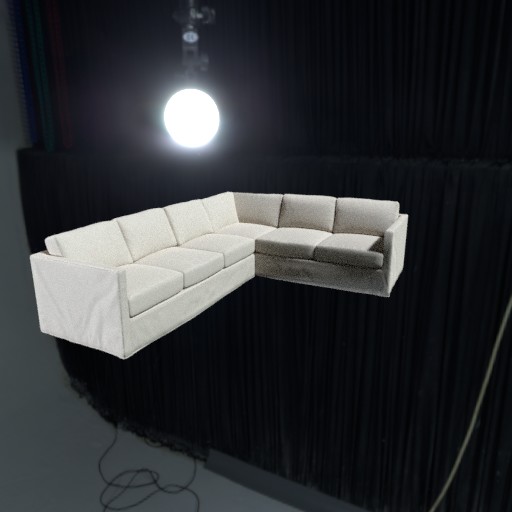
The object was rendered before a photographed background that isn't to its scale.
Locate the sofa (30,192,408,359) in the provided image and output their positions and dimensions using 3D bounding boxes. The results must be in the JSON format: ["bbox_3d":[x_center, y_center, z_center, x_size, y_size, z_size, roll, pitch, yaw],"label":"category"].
[{"bbox_3d":[0.000,0.000,4.401,2.432,0.871,3.182,8,17,25],"label":"sofa"}]
